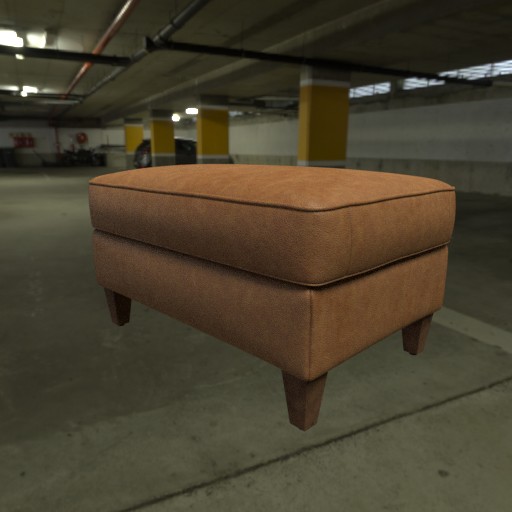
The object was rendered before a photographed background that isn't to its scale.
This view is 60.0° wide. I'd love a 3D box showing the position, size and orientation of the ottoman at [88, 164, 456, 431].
[{"bbox_3d":[0.000,0.000,1.207,0.584,0.483,0.864,-13,19,-43],"label":"ottoman"}]
